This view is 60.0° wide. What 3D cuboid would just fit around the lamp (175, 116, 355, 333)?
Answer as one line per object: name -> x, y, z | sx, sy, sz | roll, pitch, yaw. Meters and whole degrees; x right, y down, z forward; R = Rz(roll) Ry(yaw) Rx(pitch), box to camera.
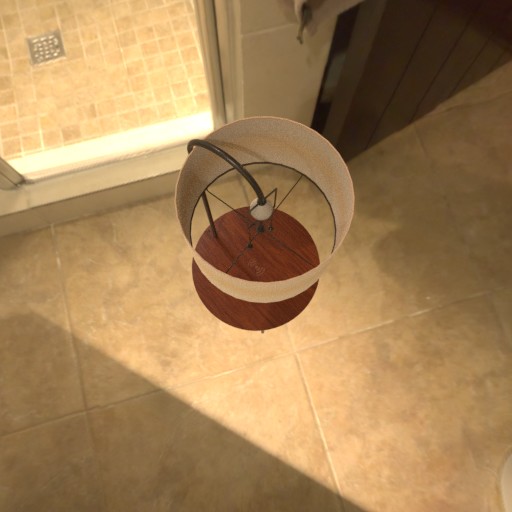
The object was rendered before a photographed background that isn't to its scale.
lamp -> 0.000, 0.000, 1.813 | 0.573, 1.517, 0.573 | 0, 75, 0
